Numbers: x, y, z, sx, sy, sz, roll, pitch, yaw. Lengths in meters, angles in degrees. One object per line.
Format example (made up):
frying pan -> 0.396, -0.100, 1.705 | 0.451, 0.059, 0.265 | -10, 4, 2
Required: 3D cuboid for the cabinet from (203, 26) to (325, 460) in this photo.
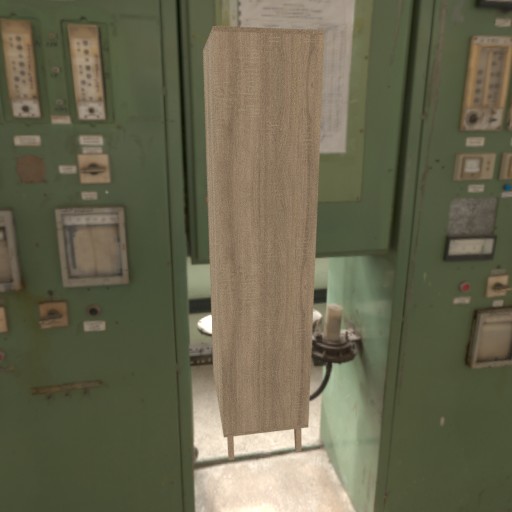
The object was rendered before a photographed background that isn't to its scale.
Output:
cabinet -> 0.000, 0.000, 2.098 | 0.400, 1.850, 0.570 | -3, 17, -10
